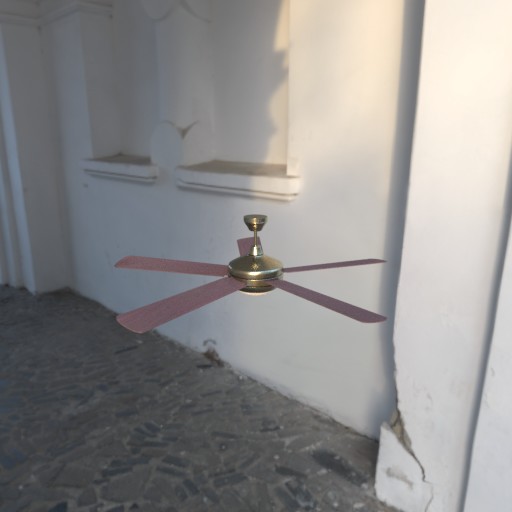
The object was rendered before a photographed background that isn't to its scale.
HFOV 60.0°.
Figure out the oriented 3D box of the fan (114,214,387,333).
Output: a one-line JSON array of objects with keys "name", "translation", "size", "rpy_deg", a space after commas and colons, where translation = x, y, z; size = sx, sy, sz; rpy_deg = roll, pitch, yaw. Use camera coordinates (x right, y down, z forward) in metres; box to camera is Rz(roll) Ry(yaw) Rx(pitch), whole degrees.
[{"name": "fan", "translation": [0.000, 0.000, 1.972], "size": [1.321, 0.356, 1.321], "rpy_deg": [-8, 18, -27]}]
